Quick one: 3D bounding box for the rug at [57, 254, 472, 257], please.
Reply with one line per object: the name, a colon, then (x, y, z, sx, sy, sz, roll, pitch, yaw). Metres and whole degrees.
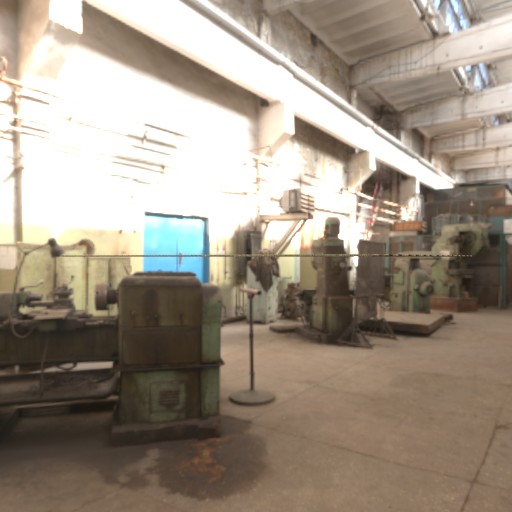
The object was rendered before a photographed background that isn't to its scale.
rug: (0.000, 0.000, 3.050, 2.435, 0.010, 1.544, 0, 0, 37)
